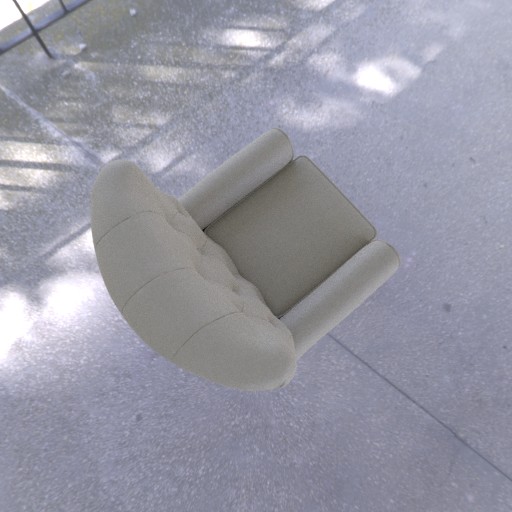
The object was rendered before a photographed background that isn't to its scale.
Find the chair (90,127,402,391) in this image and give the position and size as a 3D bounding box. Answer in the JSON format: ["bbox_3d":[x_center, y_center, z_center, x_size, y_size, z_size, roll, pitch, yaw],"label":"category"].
[{"bbox_3d":[0.000,0.000,1.944,1.059,1.158,0.943,-38,78,-9],"label":"chair"}]
